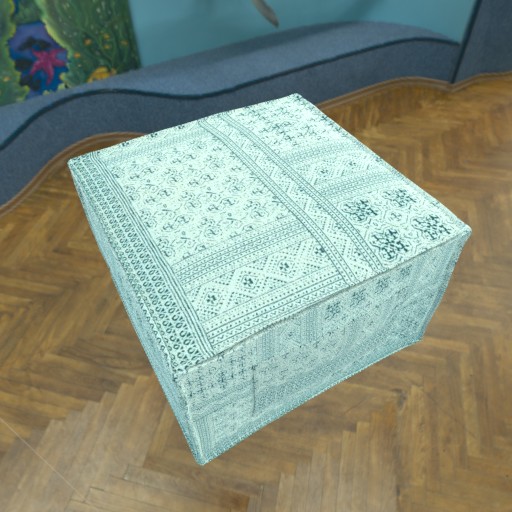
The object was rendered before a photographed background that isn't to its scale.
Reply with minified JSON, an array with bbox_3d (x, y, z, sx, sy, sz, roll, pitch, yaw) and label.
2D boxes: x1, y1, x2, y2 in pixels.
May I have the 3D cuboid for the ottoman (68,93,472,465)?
[{"bbox_3d":[0.000,0.000,1.035,0.617,0.439,0.626,-23,52,-20],"label":"ottoman"}]
